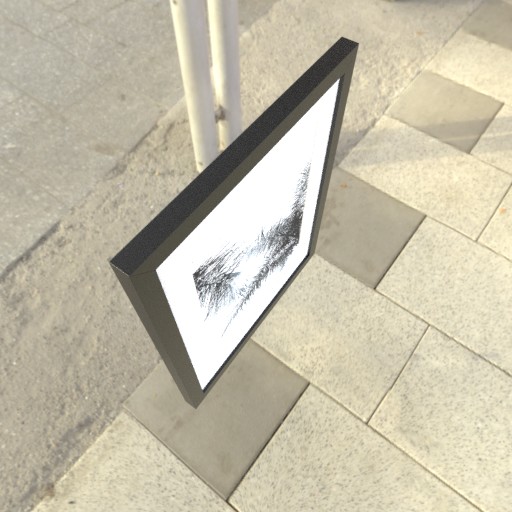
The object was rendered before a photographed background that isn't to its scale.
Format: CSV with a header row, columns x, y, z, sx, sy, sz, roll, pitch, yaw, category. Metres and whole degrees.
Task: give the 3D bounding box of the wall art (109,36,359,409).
x,y,z,sx,sy,sz,roll,pitch,yaw,category
0.000,0.000,0.764,0.028,0.557,0.457,31,63,18,wall art
